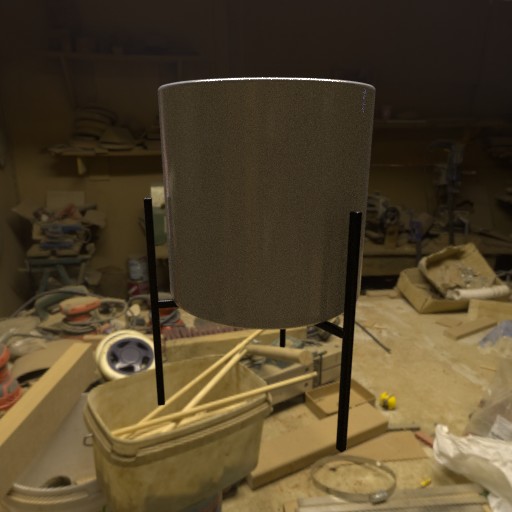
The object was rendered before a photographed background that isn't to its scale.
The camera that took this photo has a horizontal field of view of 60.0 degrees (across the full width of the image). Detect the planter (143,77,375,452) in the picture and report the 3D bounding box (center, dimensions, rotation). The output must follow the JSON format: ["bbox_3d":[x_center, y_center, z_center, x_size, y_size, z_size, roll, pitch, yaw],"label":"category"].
[{"bbox_3d":[0.000,0.000,0.502,0.239,0.356,0.239,-3,16,-10],"label":"planter"}]
